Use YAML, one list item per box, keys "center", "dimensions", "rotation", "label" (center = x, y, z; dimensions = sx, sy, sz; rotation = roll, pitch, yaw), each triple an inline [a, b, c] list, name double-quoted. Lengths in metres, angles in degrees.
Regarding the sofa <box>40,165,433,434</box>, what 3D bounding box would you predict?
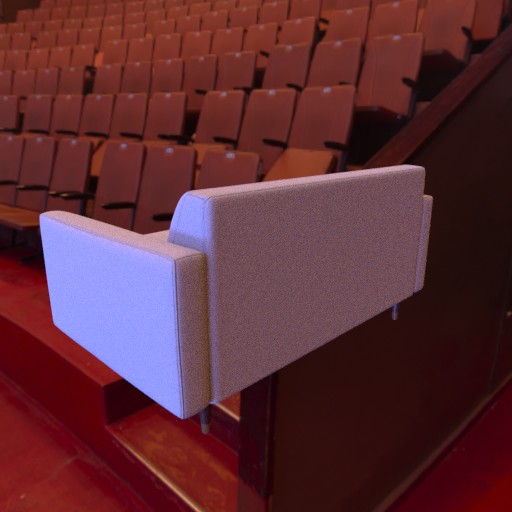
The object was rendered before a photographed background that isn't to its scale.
- center: [0.000, 0.000, 2.058]
  dimensions: [0.950, 0.801, 1.585]
  rotation: [15, 22, 43]
  label: "sofa"
